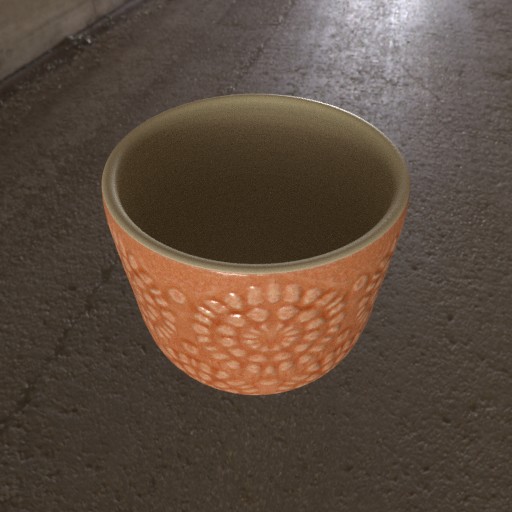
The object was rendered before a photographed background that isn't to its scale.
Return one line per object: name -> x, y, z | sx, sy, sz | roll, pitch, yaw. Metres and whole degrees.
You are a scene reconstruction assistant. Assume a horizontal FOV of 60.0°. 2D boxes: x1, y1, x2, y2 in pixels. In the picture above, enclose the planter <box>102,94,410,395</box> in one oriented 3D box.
planter -> 0.000, 0.000, 0.218 | 0.124, 0.109, 0.124 | 0, 46, 0
